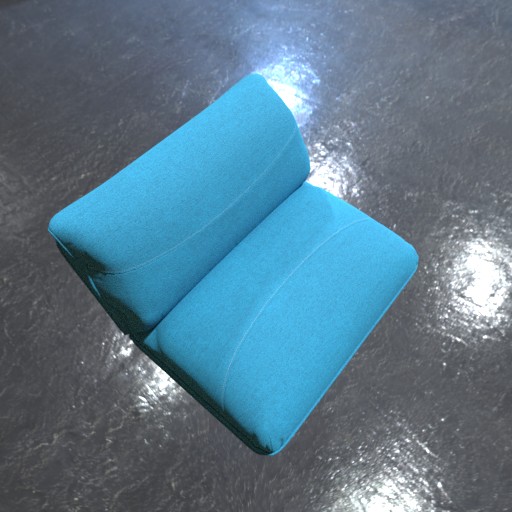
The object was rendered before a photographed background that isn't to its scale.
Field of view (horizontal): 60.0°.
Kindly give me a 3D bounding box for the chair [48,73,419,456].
[{"bbox_3d":[0.000,0.000,1.340,0.780,0.580,0.820,35,64,20],"label":"chair"}]
